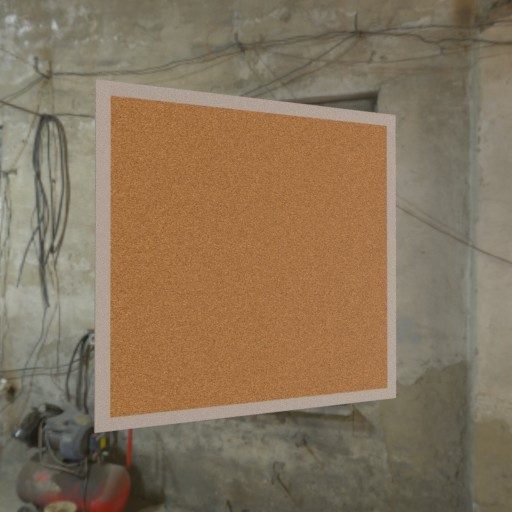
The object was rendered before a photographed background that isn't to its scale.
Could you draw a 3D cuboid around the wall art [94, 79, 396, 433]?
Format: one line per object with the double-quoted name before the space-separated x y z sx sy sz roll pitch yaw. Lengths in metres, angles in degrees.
"wall art" 0.000 0.000 0.447 0.305 0.305 0.038 0 0 -18
